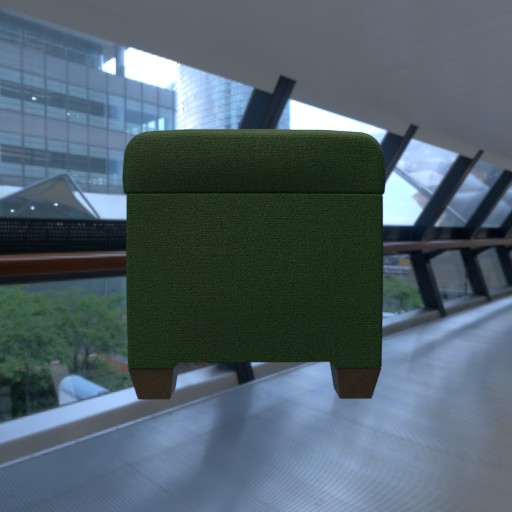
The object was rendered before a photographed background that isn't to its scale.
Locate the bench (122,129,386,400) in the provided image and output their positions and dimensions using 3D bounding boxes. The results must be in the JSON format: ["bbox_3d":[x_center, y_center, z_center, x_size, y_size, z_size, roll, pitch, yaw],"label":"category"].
[{"bbox_3d":[0.000,0.000,1.270,0.505,0.501,0.989,0,2,-1],"label":"bench"}]
